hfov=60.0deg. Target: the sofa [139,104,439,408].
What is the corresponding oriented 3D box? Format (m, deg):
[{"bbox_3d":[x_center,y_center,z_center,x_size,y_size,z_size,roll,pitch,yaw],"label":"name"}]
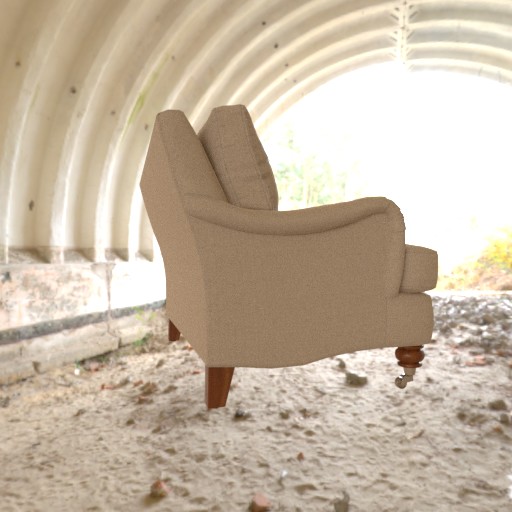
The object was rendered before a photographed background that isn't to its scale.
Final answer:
[{"bbox_3d":[0.000,0.000,2.235,1.087,1.048,1.508,0,0,-17],"label":"sofa"}]
